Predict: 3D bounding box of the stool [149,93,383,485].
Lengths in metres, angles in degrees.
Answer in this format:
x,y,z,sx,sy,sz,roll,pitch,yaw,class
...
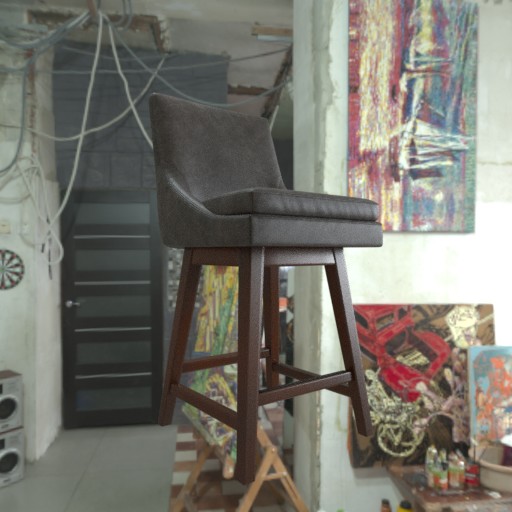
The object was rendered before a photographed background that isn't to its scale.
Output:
x,y,z,sx,sy,sz,roll,pitch,yaw,class
0.000,0.000,1.357,0.492,1.046,0.587,0,1,-37,stool
